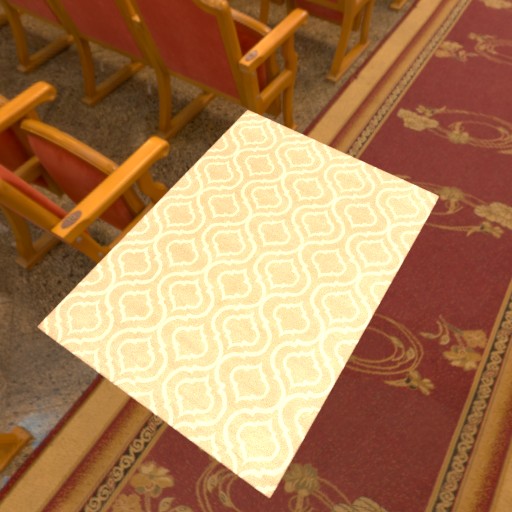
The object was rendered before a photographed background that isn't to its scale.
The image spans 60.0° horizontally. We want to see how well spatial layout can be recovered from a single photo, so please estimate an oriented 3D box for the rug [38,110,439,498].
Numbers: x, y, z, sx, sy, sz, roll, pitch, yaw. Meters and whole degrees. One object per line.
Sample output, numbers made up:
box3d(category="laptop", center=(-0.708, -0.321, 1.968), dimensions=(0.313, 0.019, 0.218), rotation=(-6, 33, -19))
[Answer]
box3d(category="rug", center=(0.000, 0.000, 4.298), dimensions=(2.438, 0.010, 3.353), rotation=(29, 63, 16))
